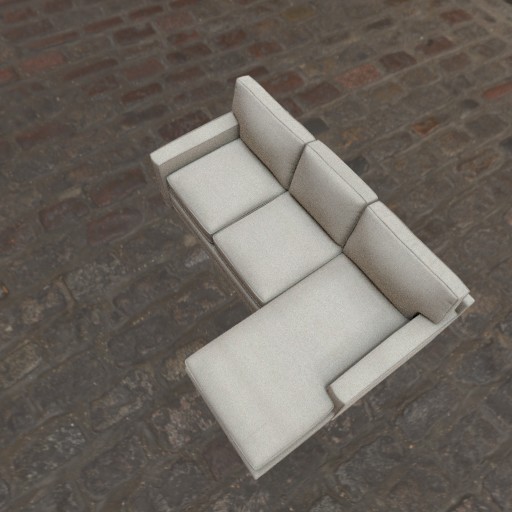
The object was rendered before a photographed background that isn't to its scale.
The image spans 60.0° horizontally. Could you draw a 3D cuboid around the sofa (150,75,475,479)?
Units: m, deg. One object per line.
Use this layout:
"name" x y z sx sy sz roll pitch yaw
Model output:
"sofa" 0.000 0.000 2.845 1.496 0.861 2.087 -32 66 -16
